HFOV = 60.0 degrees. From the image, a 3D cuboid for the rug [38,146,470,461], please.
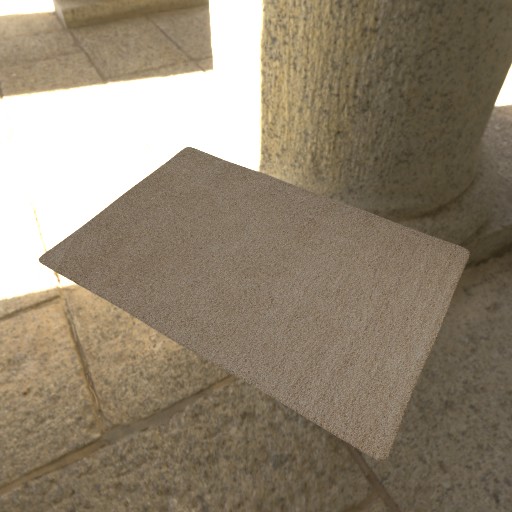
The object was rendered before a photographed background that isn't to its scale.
[{"bbox_3d":[0.000,0.000,3.301,2.700,0.024,1.801,24,51,21],"label":"rug"}]
